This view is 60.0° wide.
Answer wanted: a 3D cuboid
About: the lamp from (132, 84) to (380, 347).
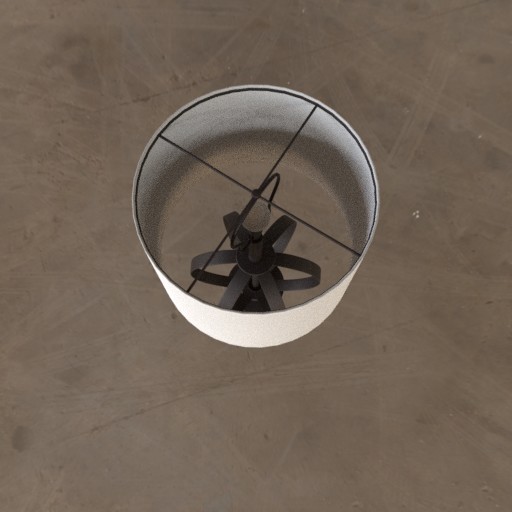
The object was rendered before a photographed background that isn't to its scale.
[{"bbox_3d":[0.000,0.000,0.696,0.286,0.510,0.286,0,75,0],"label":"lamp"}]
